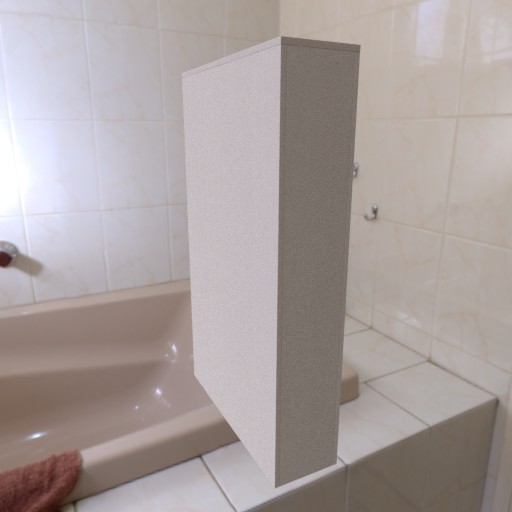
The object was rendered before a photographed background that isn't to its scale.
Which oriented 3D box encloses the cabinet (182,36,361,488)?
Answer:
[{"bbox_3d":[0.000,0.000,1.580,0.250,1.280,0.750,-8,17,-26],"label":"cabinet"}]
